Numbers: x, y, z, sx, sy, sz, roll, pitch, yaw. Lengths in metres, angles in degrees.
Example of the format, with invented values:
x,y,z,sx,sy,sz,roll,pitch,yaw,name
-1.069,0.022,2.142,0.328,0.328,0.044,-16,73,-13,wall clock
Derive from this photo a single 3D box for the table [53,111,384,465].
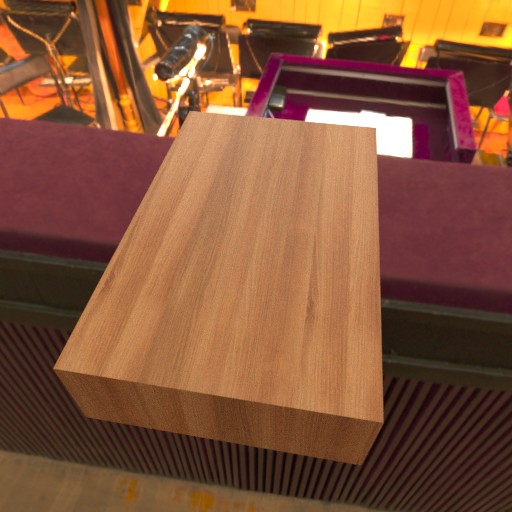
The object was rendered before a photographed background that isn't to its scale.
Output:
x,y,z,sx,sy,sz,roll,pitch,yaw,name
0.000,0.000,1.405,0.700,0.330,1.100,7,48,7,table
